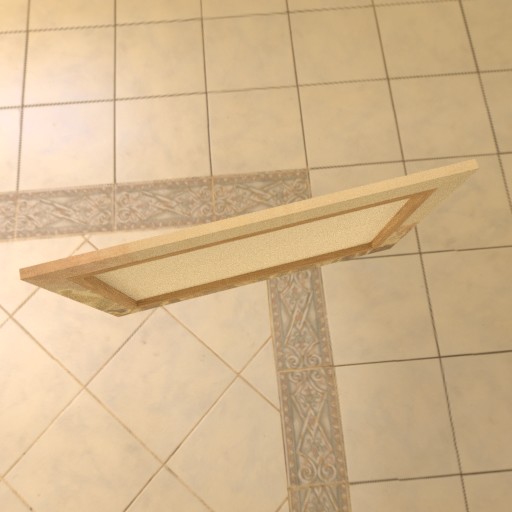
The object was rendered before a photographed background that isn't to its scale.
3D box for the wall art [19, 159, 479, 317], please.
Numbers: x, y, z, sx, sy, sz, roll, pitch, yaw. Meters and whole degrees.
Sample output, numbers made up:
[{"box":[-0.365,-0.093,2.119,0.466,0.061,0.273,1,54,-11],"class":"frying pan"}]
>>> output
[{"box":[0.000,0.000,1.918,1.525,1.012,0.038,-14,76,-4],"class":"wall art"}]
